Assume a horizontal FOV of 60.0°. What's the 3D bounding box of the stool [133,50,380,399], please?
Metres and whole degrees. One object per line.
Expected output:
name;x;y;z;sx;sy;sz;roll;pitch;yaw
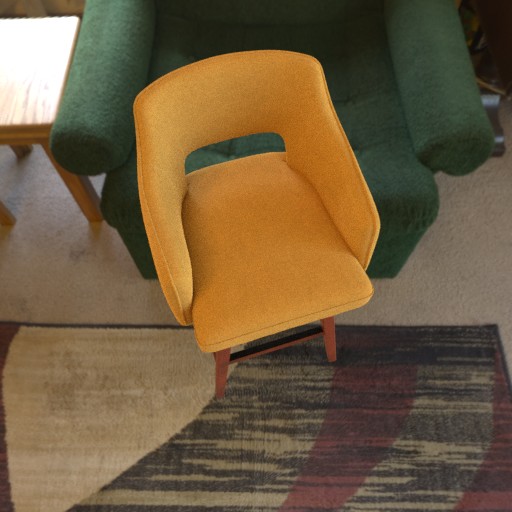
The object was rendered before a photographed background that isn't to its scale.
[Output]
stool;0.000;0.000;1.338;0.548;1.012;0.558;-16;64;-8
